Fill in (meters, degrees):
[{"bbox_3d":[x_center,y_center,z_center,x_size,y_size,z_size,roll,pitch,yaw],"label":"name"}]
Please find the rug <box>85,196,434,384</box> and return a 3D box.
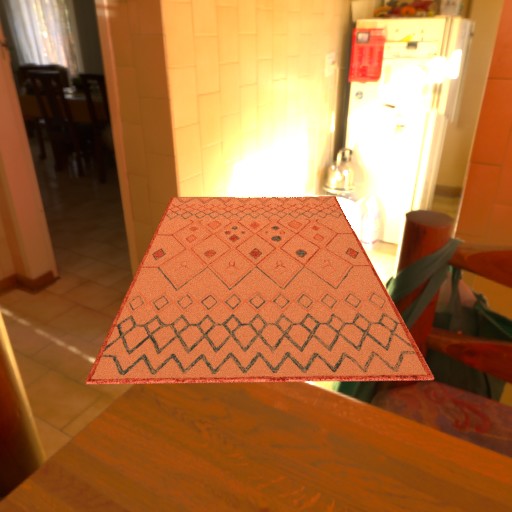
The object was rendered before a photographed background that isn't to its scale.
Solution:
[{"bbox_3d":[0.000,0.000,3.018,1.524,0.015,2.438,0,27,-1],"label":"rug"}]
